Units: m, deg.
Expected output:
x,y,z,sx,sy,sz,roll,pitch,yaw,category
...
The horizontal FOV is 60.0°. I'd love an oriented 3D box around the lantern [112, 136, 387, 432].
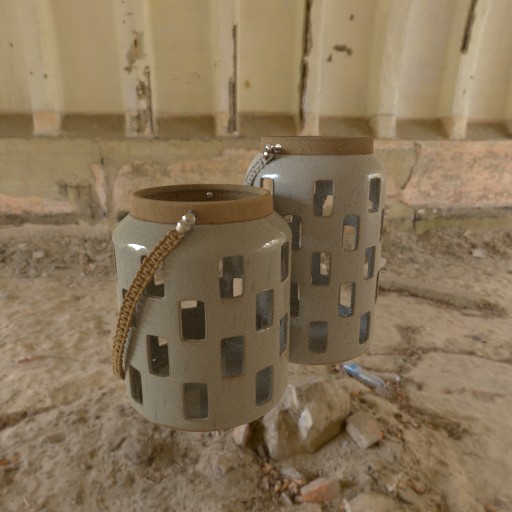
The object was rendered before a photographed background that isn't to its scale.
x,y,z,sx,sy,sz,roll,pitch,yaw,category
0.000,0.000,0.493,0.347,0.255,0.184,-15,22,-42,lantern
